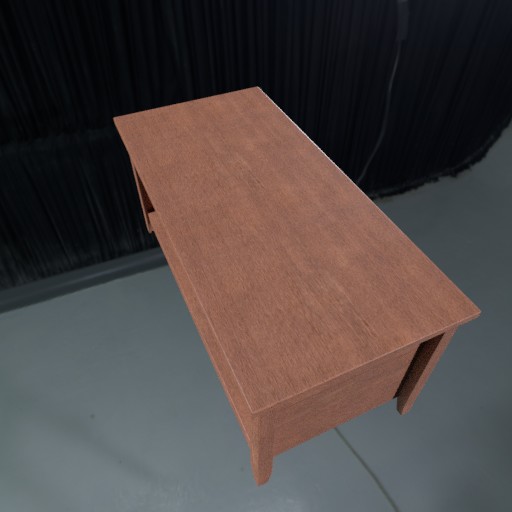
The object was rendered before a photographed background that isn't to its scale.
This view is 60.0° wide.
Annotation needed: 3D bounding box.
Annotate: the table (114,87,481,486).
[{"bbox_3d":[0.000,0.000,1.261,0.483,0.457,1.016,-19,50,-17],"label":"table"}]
